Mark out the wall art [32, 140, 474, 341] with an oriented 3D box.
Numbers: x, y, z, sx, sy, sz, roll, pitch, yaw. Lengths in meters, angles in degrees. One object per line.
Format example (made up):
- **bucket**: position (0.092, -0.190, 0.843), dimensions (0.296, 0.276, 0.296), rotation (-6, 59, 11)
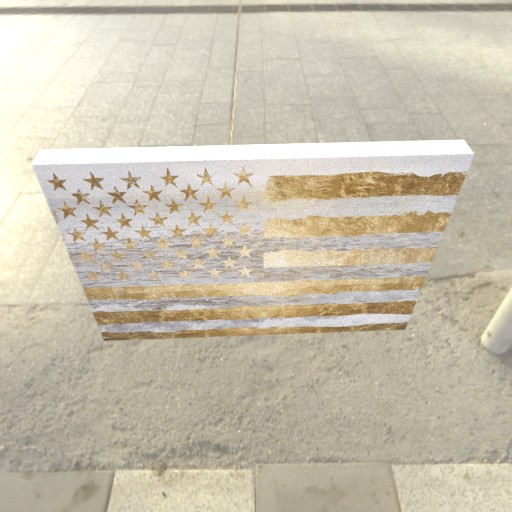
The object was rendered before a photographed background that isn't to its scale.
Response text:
- **wall art**: position (0.000, 0.000, 0.761), dimensions (0.606, 0.407, 0.041), rotation (-2, 44, -2)
